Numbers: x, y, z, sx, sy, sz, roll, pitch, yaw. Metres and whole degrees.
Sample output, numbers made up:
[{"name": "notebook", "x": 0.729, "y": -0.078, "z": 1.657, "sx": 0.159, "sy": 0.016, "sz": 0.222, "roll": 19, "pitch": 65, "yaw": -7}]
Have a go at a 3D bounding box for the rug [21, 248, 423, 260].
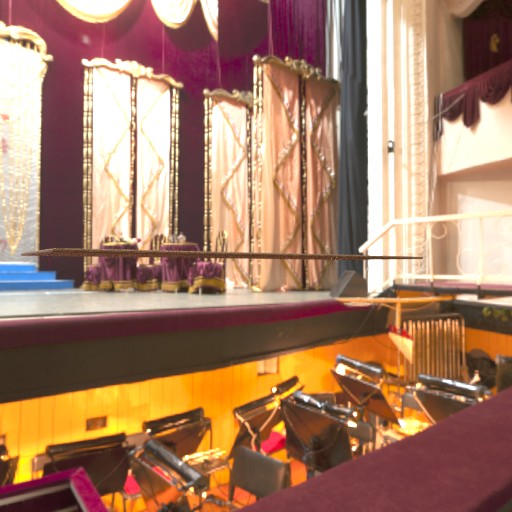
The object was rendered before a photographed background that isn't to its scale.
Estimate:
[{"name": "rug", "x": 0.000, "y": 0.000, "z": 2.526, "sx": 2.297, "sy": 0.019, "sz": 0.659, "roll": 1, "pitch": -2, "yaw": -37}]
